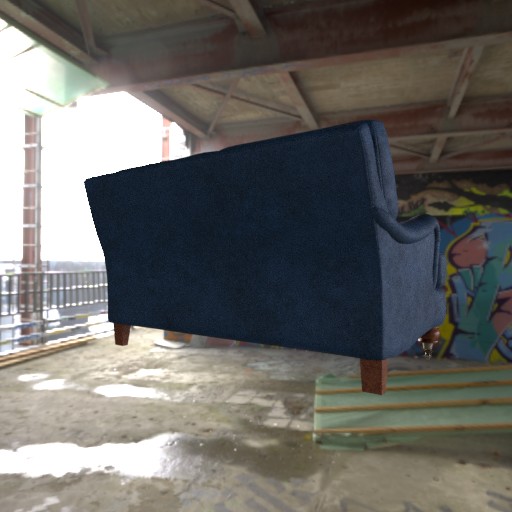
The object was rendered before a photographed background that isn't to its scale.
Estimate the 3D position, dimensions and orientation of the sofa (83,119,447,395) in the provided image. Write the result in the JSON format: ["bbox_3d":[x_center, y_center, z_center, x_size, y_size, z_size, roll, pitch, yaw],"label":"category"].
[{"bbox_3d":[0.000,0.000,2.513,1.853,1.101,1.084,0,-1,37],"label":"sofa"}]
